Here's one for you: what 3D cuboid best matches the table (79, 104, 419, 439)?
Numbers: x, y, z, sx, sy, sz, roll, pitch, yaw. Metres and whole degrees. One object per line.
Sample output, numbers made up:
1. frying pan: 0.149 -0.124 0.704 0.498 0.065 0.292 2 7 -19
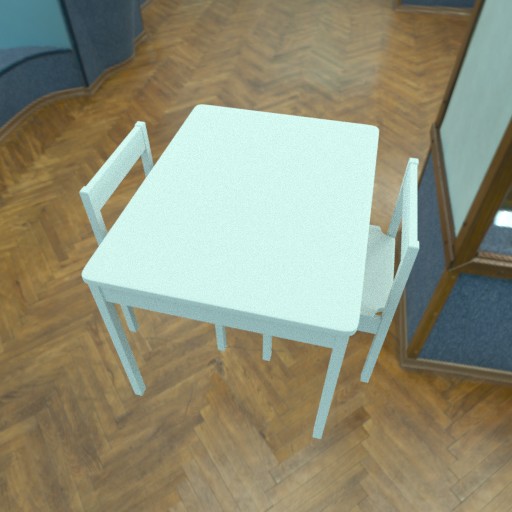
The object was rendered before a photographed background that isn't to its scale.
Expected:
1. table: 0.000 0.000 1.120 0.672 0.503 0.650 10 47 9
